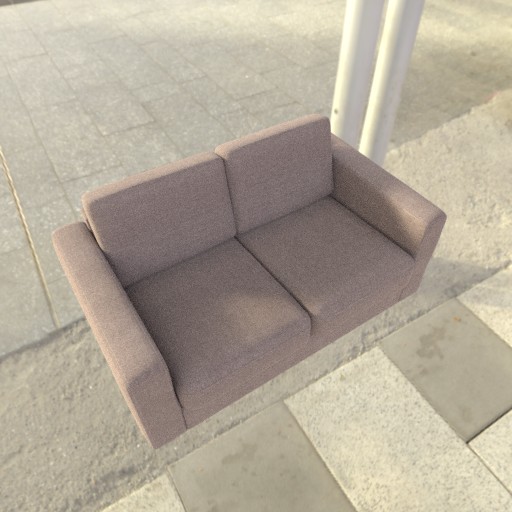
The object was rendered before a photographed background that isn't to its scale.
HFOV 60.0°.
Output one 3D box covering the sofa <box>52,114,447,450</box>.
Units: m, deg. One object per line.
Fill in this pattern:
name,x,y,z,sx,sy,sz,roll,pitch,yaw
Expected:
sofa,0.000,0.000,2.023,1.520,0.800,0.900,-25,52,-22
